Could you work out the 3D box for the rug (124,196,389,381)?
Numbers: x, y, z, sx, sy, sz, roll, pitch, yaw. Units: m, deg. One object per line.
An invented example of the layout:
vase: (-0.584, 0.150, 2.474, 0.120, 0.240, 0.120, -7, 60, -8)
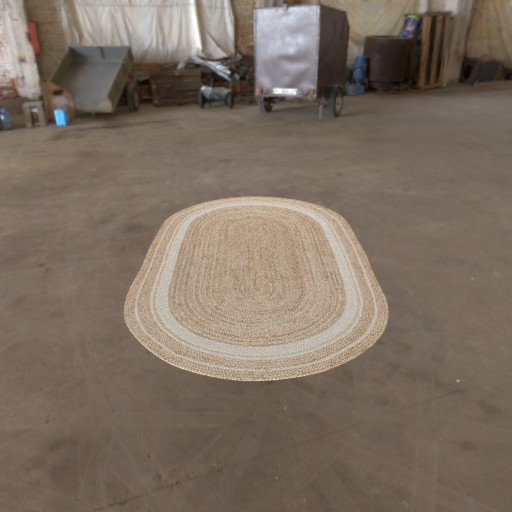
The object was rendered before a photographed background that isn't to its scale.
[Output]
rug: (0.000, 0.000, 3.047, 1.520, 0.006, 2.432, 0, 27, 0)
